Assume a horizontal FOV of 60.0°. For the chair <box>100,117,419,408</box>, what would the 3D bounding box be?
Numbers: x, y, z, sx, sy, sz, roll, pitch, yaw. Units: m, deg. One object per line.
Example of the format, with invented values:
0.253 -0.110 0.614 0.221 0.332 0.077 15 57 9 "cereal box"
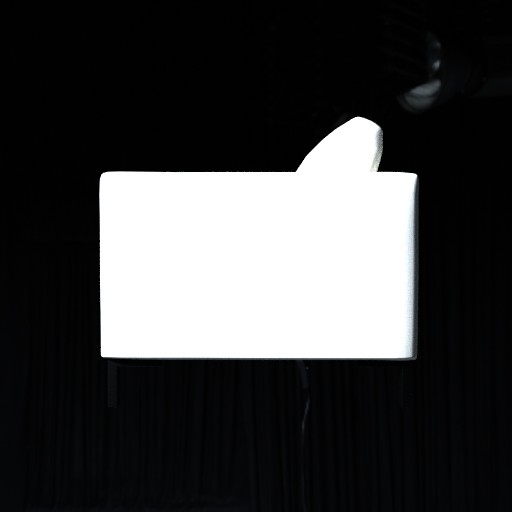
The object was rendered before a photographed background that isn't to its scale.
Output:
0.000 0.000 1.631 0.875 0.806 0.964 0 0 0 "chair"
